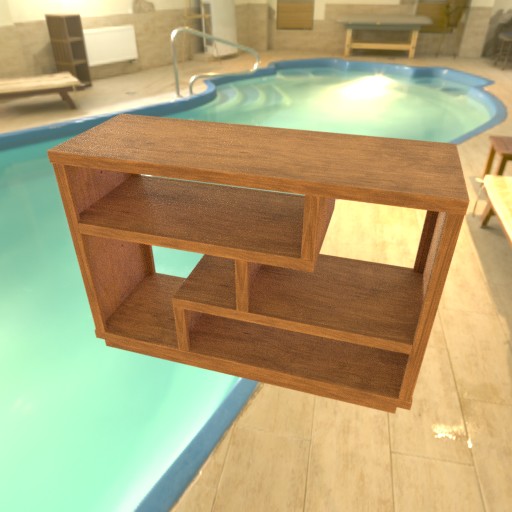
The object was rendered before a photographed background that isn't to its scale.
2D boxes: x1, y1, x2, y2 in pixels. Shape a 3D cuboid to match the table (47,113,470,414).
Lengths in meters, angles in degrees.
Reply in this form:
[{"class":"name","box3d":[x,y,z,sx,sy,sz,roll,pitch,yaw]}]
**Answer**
[{"class":"table","box3d":[0.000,0.000,1.525,1.151,0.771,0.410,9,34,14]}]
